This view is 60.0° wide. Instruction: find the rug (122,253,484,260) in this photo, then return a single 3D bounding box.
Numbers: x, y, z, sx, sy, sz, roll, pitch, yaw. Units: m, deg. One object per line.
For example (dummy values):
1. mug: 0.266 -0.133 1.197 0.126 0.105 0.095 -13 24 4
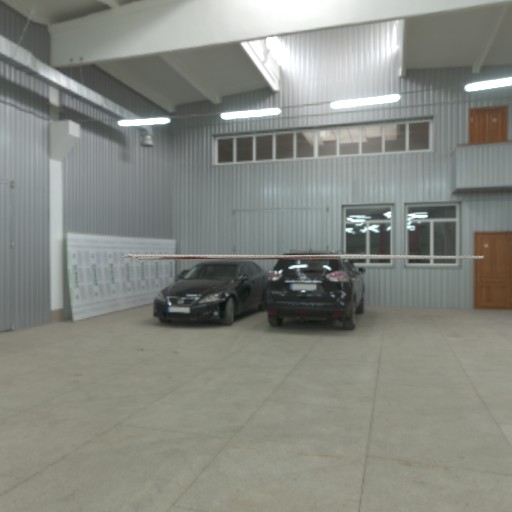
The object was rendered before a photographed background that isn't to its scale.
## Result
1. rug: 0.000 0.000 4.341 2.434 0.045 3.202 0 0 -18
